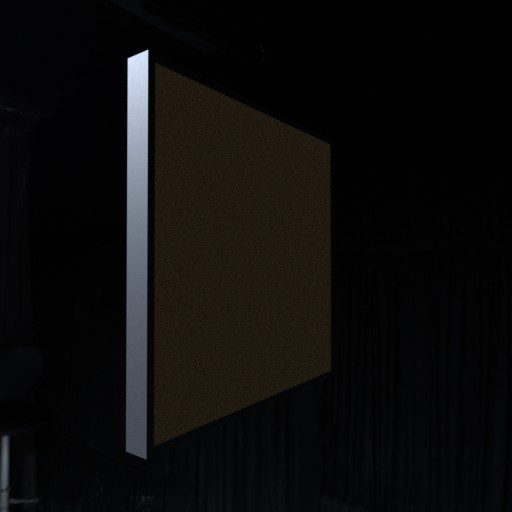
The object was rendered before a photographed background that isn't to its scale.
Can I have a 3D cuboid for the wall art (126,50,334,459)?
[{"bbox_3d":[0.000,0.000,0.767,0.040,0.509,0.509,-1,-1,36],"label":"wall art"}]
